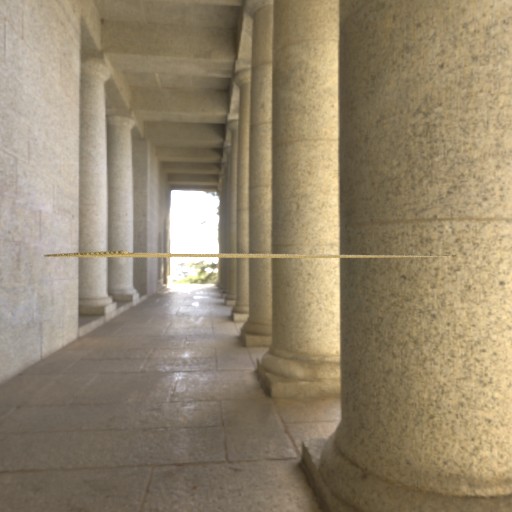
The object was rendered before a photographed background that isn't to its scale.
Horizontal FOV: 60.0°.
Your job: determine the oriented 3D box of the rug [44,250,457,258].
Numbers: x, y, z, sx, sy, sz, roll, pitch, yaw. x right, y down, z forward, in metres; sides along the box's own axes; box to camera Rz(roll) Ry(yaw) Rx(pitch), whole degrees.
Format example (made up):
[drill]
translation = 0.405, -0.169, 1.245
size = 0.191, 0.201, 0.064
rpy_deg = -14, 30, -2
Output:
[rug]
translation = 0.000, 0.000, 2.342
size = 1.875, 0.013, 1.162
rpy_deg = 0, -1, -36
